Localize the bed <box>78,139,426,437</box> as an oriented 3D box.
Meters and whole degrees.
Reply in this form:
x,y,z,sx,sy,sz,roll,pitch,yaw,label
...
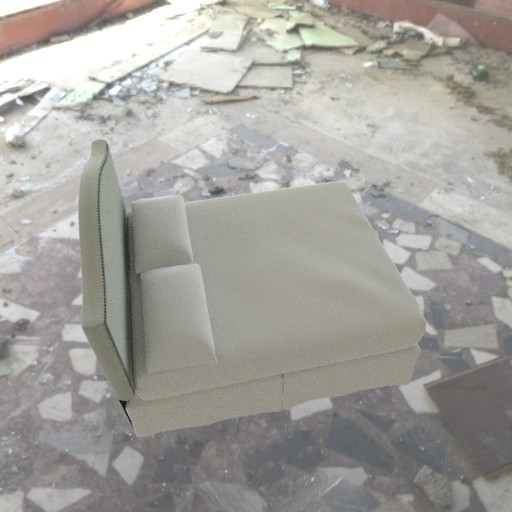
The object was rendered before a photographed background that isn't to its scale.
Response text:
x,y,z,sx,sy,sz,roll,pitch,yaw,label
0.000,0.000,3.356,2.180,1.607,1.813,-9,48,-9,bed
